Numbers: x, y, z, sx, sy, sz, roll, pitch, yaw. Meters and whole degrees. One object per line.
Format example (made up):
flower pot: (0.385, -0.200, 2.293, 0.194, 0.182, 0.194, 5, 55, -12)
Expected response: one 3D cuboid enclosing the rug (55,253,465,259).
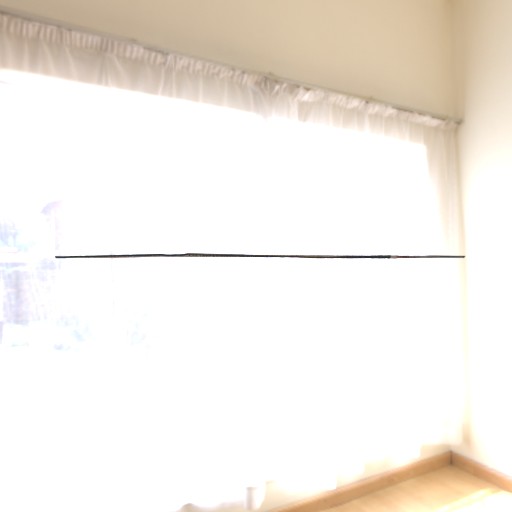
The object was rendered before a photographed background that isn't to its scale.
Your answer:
rug: (0.000, 0.000, 2.289, 1.793, 0.025, 1.159, 0, 0, 35)
